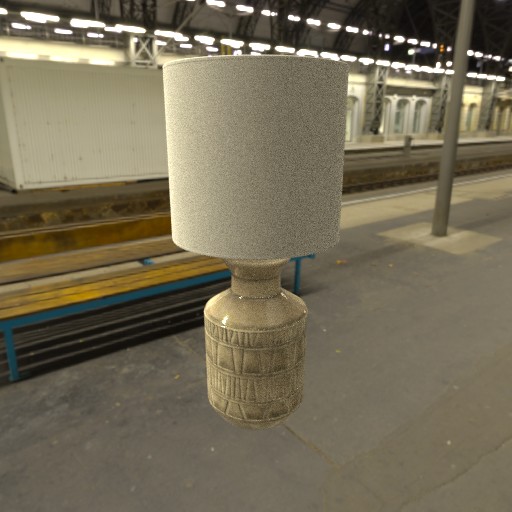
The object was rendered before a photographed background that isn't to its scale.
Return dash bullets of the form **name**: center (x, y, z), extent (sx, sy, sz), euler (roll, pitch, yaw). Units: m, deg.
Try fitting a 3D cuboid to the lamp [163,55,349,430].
- **lamp**: center (0.000, 0.000, 0.578), extent (0.211, 0.455, 0.211), euler (9, 19, 28)
